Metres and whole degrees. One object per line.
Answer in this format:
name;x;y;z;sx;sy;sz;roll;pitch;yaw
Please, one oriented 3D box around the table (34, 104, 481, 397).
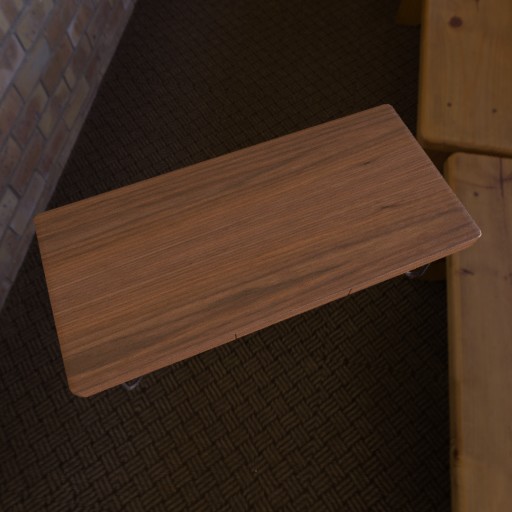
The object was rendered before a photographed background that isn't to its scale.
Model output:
table;0.000;0.000;1.691;1.375;0.468;0.637;-20;66;-9
